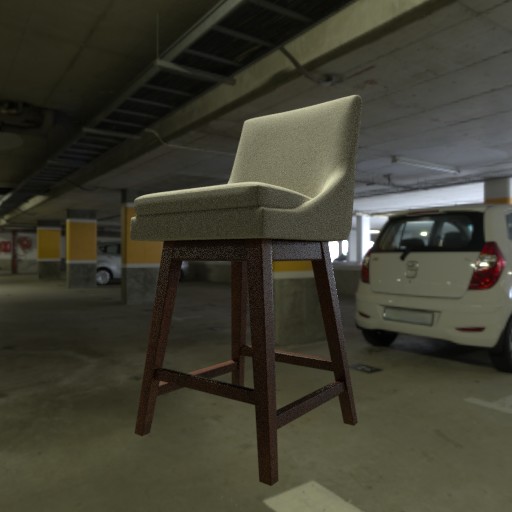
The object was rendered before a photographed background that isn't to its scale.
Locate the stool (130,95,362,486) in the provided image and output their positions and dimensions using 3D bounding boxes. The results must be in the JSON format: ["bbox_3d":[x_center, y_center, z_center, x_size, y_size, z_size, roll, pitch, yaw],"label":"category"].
[{"bbox_3d":[0.000,0.000,1.300,0.469,0.991,0.559,0,0,37],"label":"stool"}]
